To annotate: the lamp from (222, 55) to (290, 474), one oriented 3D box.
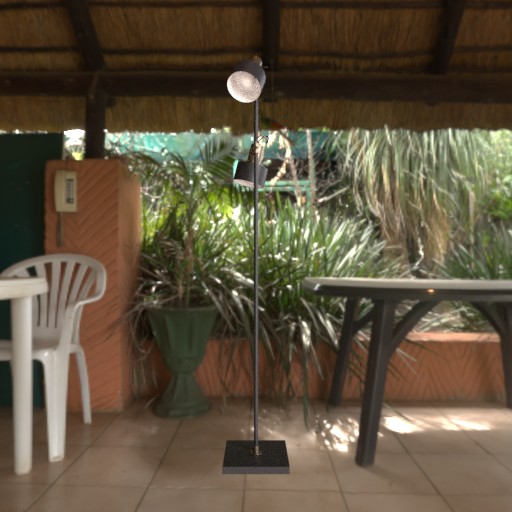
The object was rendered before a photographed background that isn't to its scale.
[{"bbox_3d":[0.000,0.000,1.660,0.233,1.505,0.315,0,-1,0],"label":"lamp"}]
